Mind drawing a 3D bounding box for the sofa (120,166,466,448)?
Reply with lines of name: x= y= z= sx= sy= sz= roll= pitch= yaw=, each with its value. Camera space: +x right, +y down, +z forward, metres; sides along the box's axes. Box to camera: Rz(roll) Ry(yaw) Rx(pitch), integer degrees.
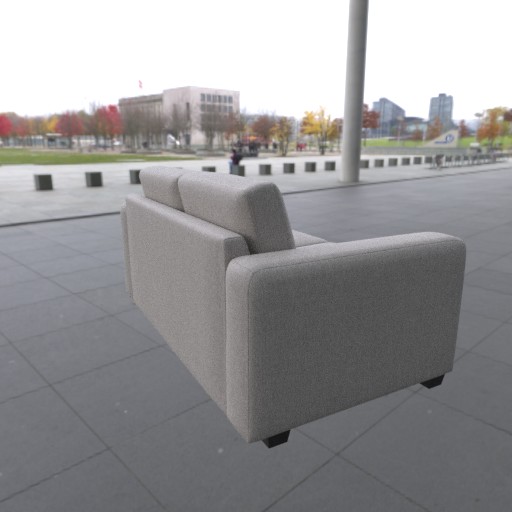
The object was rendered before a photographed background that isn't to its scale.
sofa: x=0.000 y=0.000 z=2.035 sx=0.900 sy=0.800 sz=1.540 roll=-8 pitch=16 yaw=-28
